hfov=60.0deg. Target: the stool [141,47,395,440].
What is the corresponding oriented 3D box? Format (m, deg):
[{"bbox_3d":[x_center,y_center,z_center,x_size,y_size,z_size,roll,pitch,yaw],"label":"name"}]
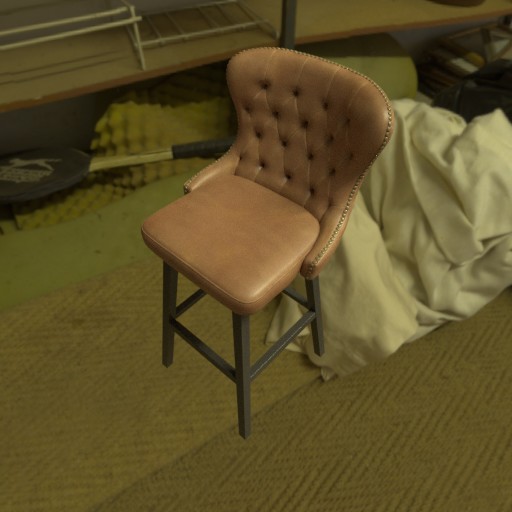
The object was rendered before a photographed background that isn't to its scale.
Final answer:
[{"bbox_3d":[0.000,0.000,1.395,0.528,1.050,0.601,33,55,28],"label":"stool"}]
